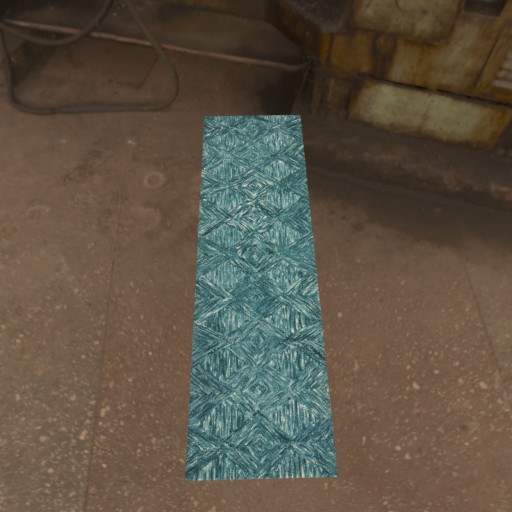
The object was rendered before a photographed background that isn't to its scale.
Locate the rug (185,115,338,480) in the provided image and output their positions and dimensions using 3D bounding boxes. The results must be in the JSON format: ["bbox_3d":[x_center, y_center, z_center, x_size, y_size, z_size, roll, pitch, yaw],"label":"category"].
[{"bbox_3d":[0.000,0.000,2.540,0.676,0.016,2.286,-1,59,-1],"label":"rug"}]
